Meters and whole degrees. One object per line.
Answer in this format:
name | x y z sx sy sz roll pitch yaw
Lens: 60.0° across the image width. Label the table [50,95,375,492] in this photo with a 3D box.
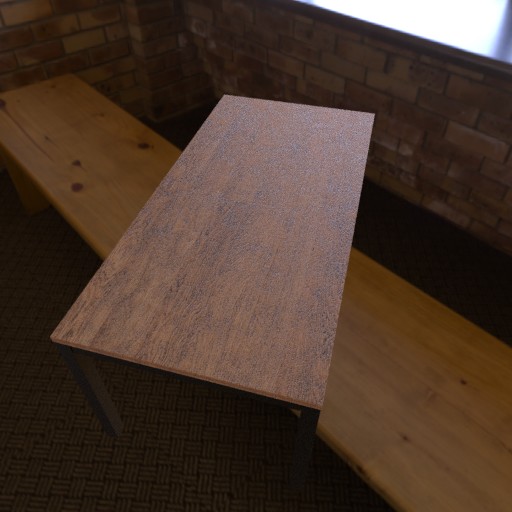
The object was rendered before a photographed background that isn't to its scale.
table | 0.000 0.000 2.243 0.893 0.767 1.805 11 46 11
